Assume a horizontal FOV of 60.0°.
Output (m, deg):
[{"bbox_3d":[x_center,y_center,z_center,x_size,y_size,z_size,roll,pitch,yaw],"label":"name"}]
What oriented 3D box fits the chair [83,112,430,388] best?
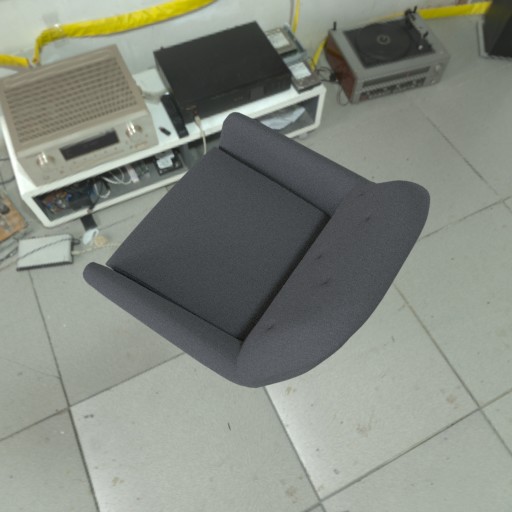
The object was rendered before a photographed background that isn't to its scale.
[{"bbox_3d":[0.000,0.000,1.418,0.779,0.800,0.770,31,67,15],"label":"chair"}]
